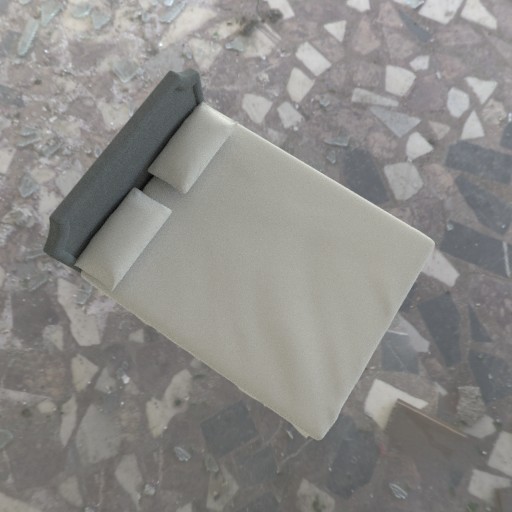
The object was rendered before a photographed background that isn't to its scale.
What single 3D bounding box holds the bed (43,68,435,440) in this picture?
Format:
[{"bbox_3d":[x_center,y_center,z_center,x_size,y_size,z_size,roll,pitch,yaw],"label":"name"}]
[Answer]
[{"bbox_3d":[0.000,0.000,3.600,2.464,1.306,1.977,33,78,8],"label":"bed"}]
